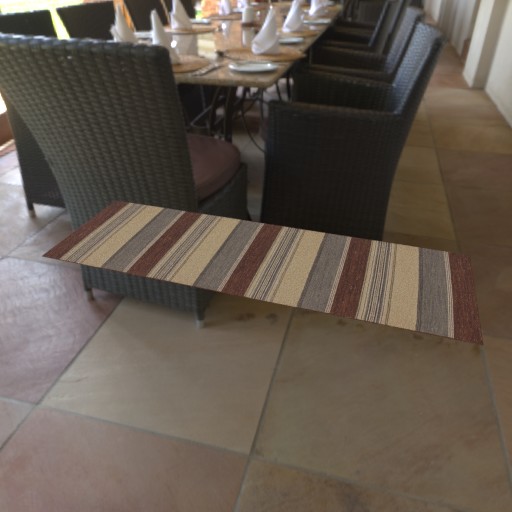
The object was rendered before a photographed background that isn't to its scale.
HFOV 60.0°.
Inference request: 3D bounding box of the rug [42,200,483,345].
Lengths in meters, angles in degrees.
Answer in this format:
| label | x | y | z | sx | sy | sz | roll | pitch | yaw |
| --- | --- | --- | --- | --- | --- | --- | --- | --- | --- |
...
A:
| label | x | y | z | sx | sy | sz | roll | pitch | yaw |
| --- | --- | --- | --- | --- | --- | --- | --- | --- | --- |
| rug | 0.000 | 0.000 | 2.655 | 2.437 | 0.006 | 0.792 | 10 | 34 | 15 |
